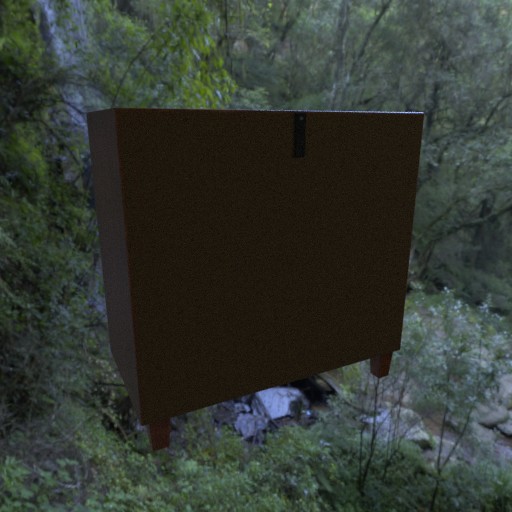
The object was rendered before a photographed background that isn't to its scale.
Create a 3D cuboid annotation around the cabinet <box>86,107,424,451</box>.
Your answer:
[{"bbox_3d":[0.000,0.000,1.276,0.796,0.785,0.412,-8,18,-26],"label":"cabinet"}]
